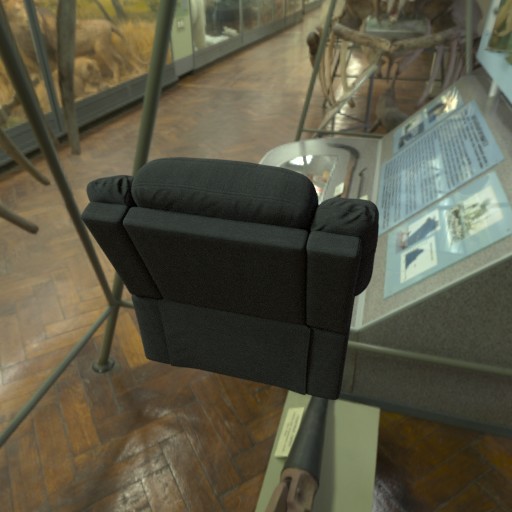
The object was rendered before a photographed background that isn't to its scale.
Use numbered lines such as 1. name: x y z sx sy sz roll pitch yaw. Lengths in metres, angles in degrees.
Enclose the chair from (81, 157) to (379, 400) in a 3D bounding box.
1. chair: 0.000 0.000 1.756 0.899 1.008 0.944 9 34 13
